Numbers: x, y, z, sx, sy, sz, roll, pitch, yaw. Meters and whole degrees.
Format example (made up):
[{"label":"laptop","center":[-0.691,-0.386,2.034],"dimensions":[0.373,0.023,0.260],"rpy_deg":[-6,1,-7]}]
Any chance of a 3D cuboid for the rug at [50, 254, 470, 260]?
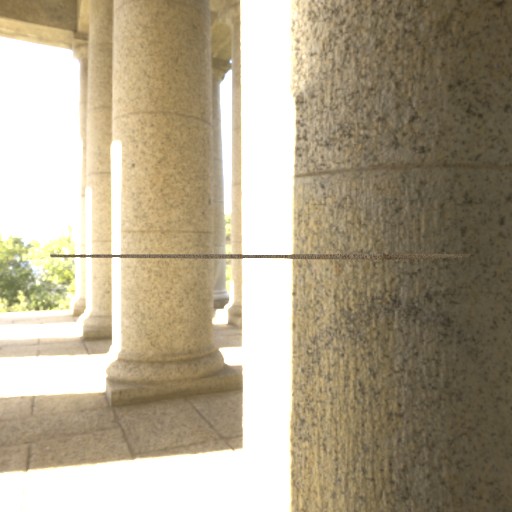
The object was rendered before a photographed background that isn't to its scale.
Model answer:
[{"label":"rug","center":[0.000,0.000,3.391],"dimensions":[2.700,0.024,1.801],"rpy_deg":[0,0,36]}]
